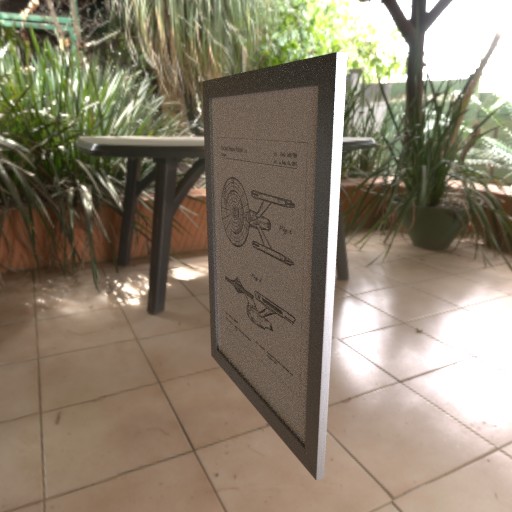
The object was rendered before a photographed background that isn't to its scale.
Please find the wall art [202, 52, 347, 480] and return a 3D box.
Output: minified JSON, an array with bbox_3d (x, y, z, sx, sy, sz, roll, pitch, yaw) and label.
[{"bbox_3d":[0.000,0.000,0.682,0.013,0.529,0.376,-9,19,-26],"label":"wall art"}]
